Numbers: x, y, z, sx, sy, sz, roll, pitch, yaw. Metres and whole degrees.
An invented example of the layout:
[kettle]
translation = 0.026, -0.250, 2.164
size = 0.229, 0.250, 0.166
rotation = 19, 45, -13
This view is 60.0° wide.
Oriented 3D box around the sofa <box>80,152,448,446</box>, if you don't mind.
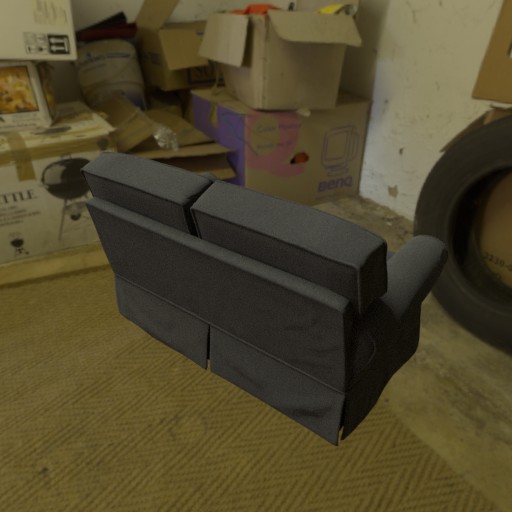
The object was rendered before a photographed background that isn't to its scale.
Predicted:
[sofa]
translation = 0.000, 0.000, 2.426
size = 1.801, 1.059, 0.997
rotation = 21, 36, 32
